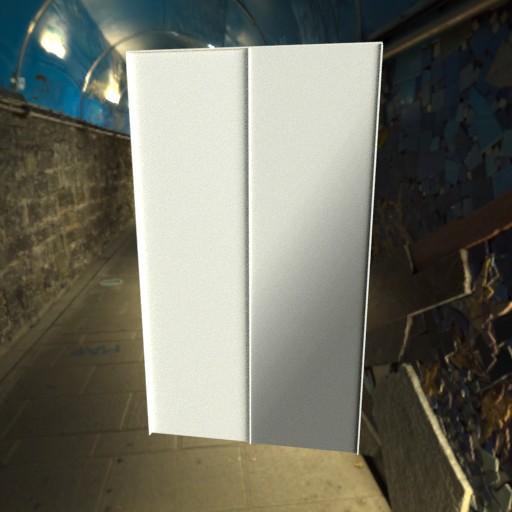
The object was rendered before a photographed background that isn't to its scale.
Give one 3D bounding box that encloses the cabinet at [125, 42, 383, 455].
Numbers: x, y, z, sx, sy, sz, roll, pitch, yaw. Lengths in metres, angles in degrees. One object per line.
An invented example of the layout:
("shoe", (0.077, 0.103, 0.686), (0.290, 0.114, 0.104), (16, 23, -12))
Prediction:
("cabinet", (0.000, 0.000, 2.583), (1.250, 2.160, 0.480), (2, 13, 8))
